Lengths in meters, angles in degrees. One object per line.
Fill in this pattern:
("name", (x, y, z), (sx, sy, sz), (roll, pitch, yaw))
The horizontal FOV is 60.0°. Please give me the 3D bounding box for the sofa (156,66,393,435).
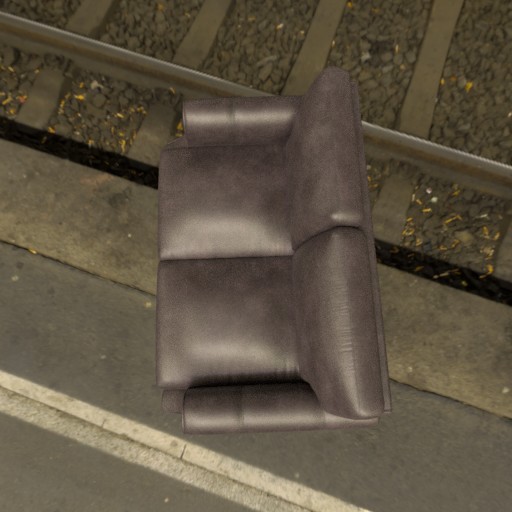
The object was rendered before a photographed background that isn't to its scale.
("sofa", (0.000, 0.000, 2.264), (1.030, 0.979, 1.663), (-2, 76, -1))
